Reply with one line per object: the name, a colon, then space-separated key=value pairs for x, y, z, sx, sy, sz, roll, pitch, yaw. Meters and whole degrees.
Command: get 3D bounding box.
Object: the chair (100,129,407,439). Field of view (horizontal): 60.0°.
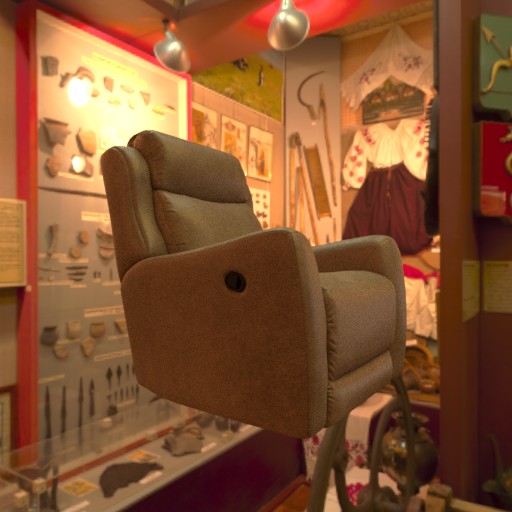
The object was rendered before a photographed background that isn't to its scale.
chair: x=0.000 y=0.000 z=1.953 sx=1.068 sy=1.116 sz=0.965 roll=0 pitch=0 yaw=36
